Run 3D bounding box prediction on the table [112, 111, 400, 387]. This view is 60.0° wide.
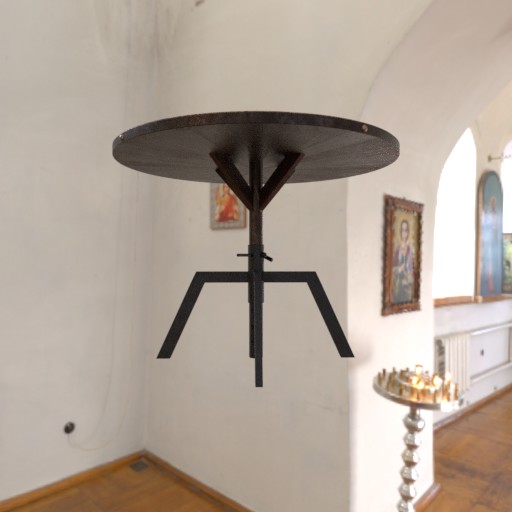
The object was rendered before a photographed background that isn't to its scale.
[{"bbox_3d":[0.000,0.000,1.436,0.885,0.658,0.885,0,0,0],"label":"table"}]
